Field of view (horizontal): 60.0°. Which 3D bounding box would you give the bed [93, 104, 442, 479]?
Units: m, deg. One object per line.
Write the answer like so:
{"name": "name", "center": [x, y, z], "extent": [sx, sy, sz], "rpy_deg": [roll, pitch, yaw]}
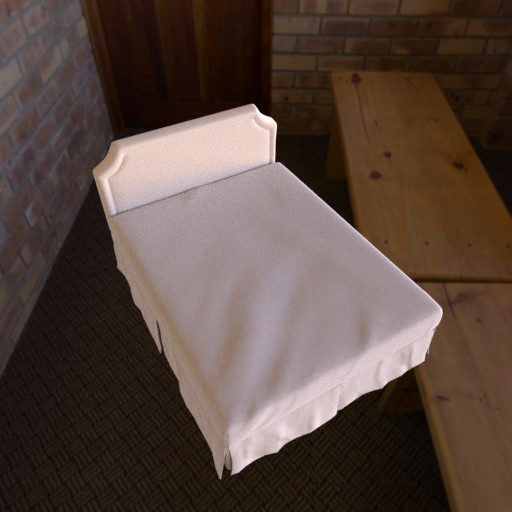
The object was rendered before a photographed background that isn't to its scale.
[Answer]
{"name": "bed", "center": [0.000, 0.000, 3.670], "extent": [1.977, 1.293, 2.498], "rpy_deg": [-23, 49, -21]}
